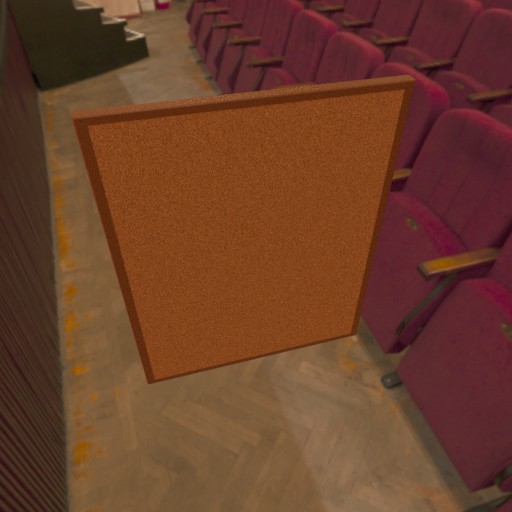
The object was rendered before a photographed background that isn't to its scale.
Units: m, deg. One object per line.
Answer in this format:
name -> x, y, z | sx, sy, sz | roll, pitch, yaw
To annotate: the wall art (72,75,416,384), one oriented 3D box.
wall art -> 0.000, 0.000, 0.515 | 0.310, 0.379, 0.015 | -11, 42, -12
